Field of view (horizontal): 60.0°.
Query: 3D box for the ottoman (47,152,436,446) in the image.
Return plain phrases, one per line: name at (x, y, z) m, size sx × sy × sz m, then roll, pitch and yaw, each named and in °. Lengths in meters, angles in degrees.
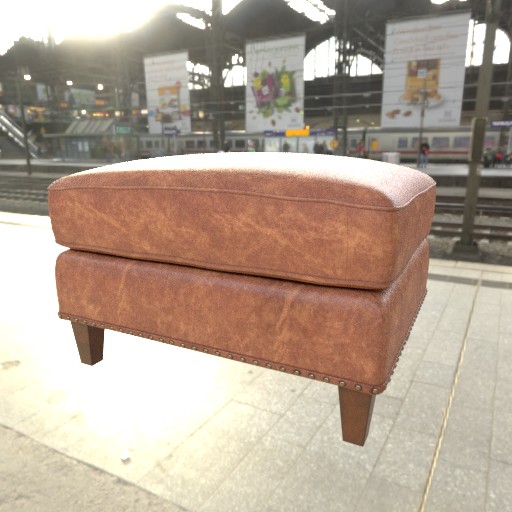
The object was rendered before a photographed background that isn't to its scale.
ottoman at (0.000, 0.000, 1.068) m, size 0.742 × 0.486 × 0.586 m, roll 7°, pitch 15°, yaw 26°
